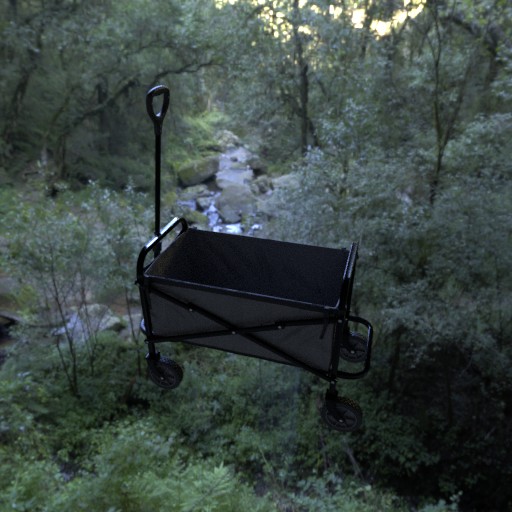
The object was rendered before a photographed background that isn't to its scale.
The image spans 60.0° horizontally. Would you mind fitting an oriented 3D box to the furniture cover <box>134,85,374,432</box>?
[{"bbox_3d":[0.000,0.000,1.836,1.038,1.295,0.532,9,31,15],"label":"furniture cover"}]
